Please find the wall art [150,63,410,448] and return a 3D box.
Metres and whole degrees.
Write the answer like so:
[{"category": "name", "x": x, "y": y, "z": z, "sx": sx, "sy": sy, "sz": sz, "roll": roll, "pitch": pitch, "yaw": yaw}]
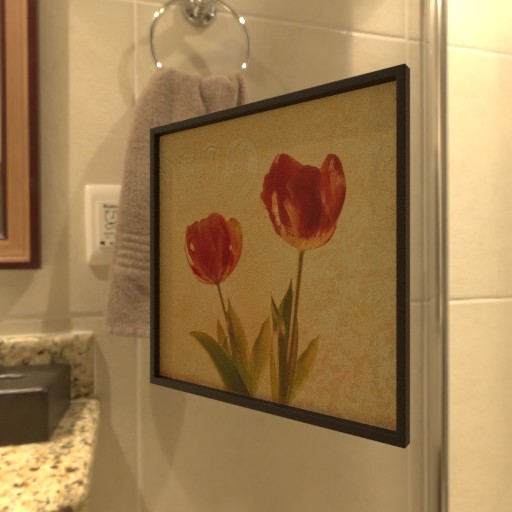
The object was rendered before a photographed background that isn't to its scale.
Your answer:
[{"category": "wall art", "x": 0.000, "y": 0.000, "z": 1.182, "sx": 0.805, "sy": 0.807, "sz": 0.043, "roll": 0, "pitch": 0, "yaw": 36}]
